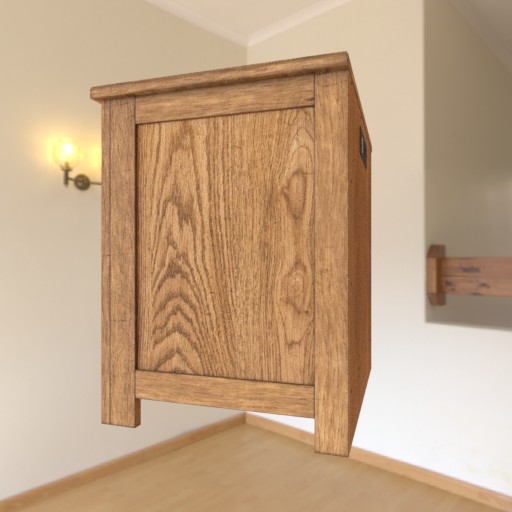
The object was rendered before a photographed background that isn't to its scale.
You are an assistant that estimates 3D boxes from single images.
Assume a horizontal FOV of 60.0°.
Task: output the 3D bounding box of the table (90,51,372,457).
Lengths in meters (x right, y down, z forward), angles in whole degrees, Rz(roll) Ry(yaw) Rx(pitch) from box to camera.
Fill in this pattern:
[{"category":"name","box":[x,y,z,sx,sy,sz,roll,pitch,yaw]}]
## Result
[{"category":"table","box":[0.000,0.000,1.034,0.494,0.625,0.601,0,0,18]}]
